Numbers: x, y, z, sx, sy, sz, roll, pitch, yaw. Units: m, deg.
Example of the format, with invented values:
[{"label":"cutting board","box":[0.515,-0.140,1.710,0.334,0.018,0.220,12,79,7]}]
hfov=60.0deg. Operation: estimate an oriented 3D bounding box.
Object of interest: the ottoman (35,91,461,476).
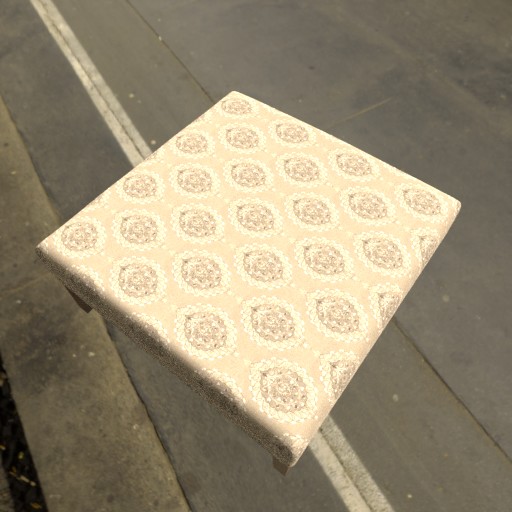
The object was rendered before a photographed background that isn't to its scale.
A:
[{"label":"ottoman","box":[0.000,0.000,1.408,0.890,0.411,0.889,33,63,19]}]
